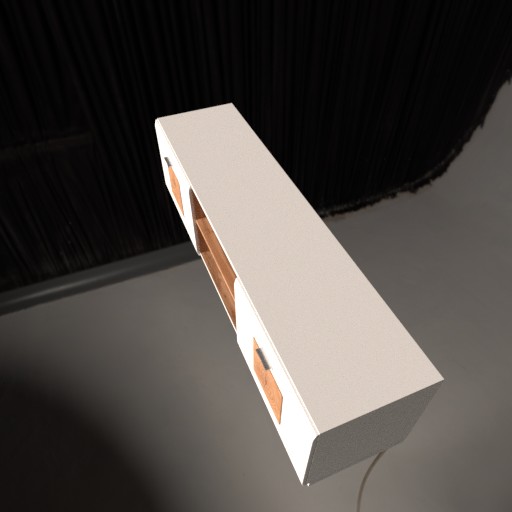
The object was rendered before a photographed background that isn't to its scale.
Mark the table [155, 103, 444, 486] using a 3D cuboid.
[{"bbox_3d":[0.000,0.000,1.733,0.400,0.440,1.550,-17,49,-15],"label":"table"}]
